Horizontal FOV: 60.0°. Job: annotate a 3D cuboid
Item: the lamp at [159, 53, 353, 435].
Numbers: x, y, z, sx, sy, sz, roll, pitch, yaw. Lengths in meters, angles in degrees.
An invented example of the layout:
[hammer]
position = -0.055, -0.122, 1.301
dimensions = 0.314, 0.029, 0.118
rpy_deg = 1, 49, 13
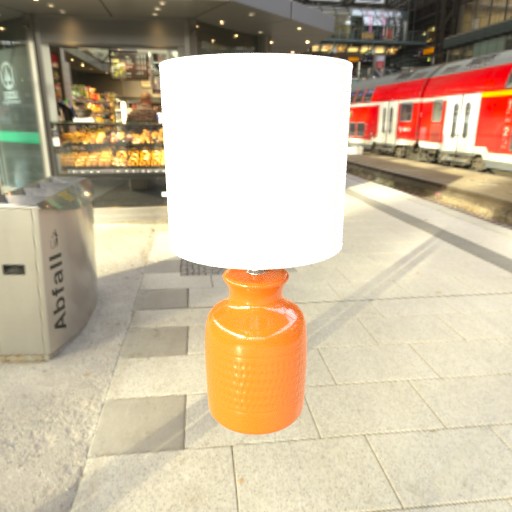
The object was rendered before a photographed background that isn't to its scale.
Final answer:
[lamp]
position = 0.000, 0.000, 1.103
dimensions = 0.418, 0.871, 0.418
rpy_deg = -3, 17, -9
